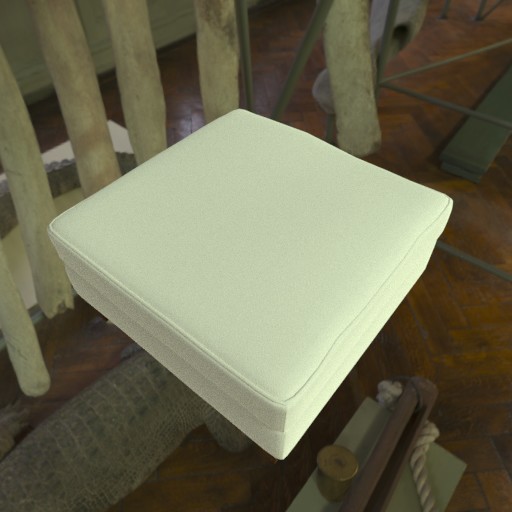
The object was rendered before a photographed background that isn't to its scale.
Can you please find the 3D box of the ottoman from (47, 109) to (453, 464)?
[{"bbox_3d":[0.000,0.000,1.373,0.838,0.479,0.838,31,55,25],"label":"ottoman"}]
